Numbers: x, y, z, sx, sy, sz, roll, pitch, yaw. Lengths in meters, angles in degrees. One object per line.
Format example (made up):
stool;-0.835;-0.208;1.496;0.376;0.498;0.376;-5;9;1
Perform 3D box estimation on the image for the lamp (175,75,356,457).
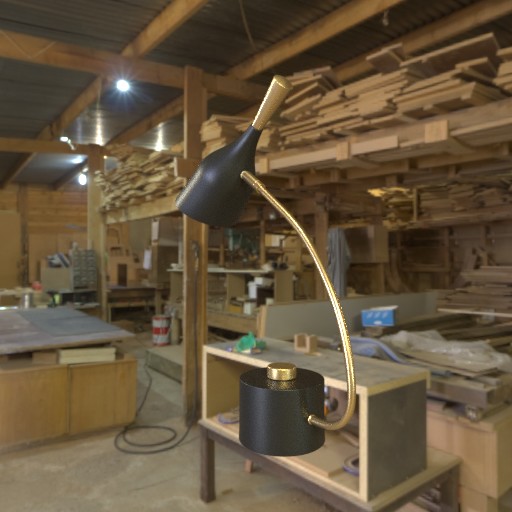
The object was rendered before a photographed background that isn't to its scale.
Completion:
lamp;0.000;0.000;0.611;0.110;0.464;0.352;0;0;-36
